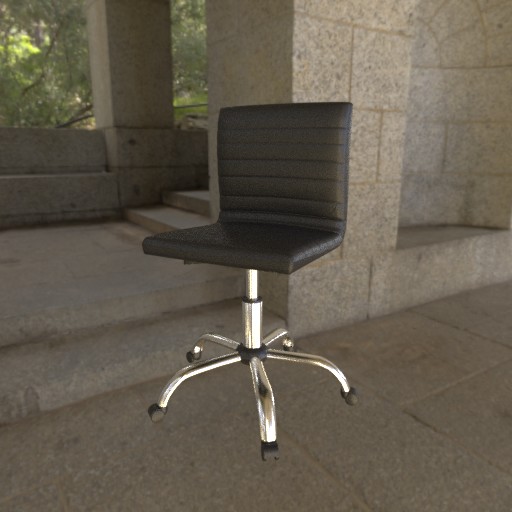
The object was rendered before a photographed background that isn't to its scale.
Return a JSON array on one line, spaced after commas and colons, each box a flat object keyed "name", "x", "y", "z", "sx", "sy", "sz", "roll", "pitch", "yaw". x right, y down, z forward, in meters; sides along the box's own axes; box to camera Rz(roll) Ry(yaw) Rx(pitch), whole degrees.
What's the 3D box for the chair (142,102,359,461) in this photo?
[{"name": "chair", "x": 0.000, "y": 0.000, "z": 1.160, "sx": 0.556, "sy": 0.780, "sz": 0.530, "roll": 7, "pitch": 16, "yaw": 27}]
